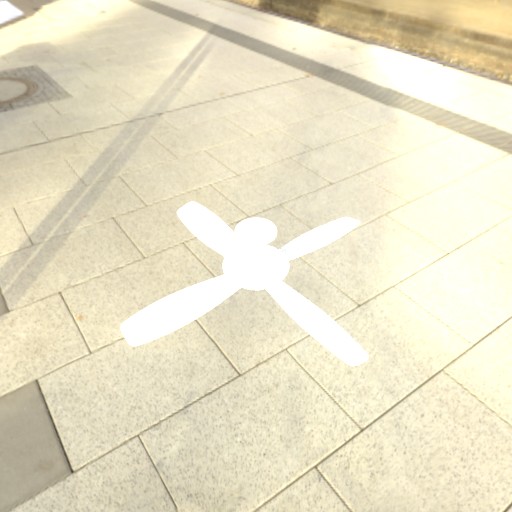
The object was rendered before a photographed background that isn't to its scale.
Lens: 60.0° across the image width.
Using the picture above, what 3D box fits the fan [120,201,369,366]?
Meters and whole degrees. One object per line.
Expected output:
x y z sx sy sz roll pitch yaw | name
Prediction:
0.000 0.000 2.588 1.693 0.382 1.694 -26 47 -28 | fan
